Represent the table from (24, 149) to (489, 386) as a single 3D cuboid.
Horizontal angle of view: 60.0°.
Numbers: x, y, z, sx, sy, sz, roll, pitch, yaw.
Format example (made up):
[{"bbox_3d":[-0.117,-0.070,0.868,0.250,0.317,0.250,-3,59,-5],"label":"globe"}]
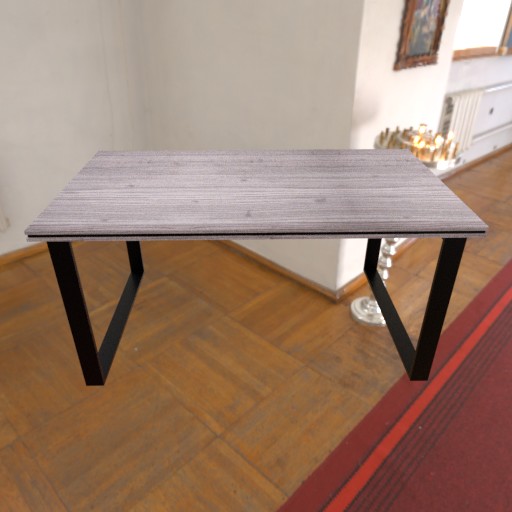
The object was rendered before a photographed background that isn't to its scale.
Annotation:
[{"bbox_3d":[0.000,0.000,2.071,1.579,0.736,0.881,-1,31,-1],"label":"table"}]
